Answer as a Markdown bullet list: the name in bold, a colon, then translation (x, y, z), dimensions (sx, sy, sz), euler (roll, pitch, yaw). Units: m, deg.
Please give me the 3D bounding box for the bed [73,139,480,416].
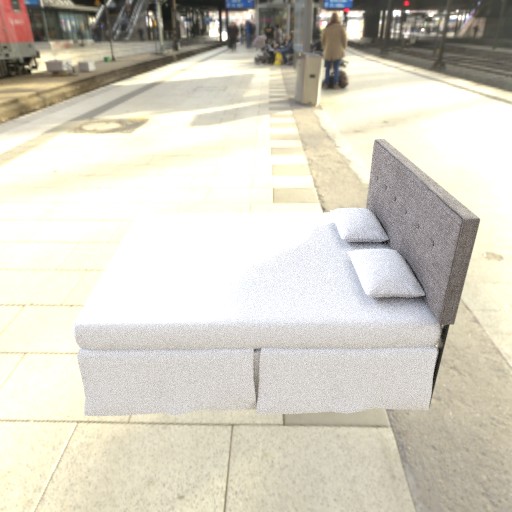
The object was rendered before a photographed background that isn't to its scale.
- **bed**: translation (0.000, 0.000, 2.906), dimensions (1.958, 1.168, 1.621), euler (0, 27, -1)
